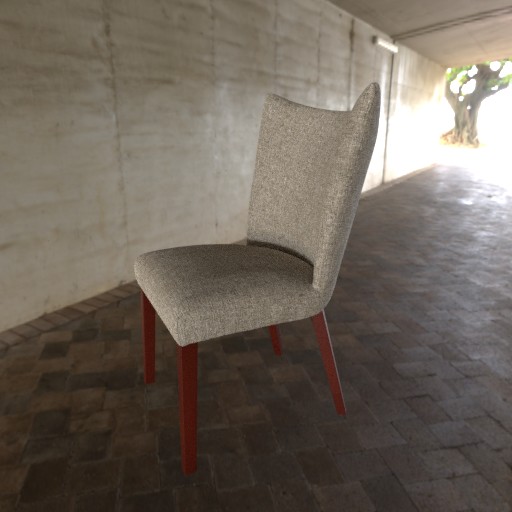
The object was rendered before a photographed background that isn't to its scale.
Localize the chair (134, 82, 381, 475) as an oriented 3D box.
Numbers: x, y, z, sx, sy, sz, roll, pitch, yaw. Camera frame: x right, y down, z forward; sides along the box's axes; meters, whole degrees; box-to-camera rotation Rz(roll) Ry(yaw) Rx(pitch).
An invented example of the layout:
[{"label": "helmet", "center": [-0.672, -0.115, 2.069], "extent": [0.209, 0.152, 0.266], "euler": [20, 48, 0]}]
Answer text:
[{"label": "chair", "center": [0.000, 0.000, 1.289], "extent": [0.623, 0.924, 0.535], "euler": [-8, 19, -25]}]
